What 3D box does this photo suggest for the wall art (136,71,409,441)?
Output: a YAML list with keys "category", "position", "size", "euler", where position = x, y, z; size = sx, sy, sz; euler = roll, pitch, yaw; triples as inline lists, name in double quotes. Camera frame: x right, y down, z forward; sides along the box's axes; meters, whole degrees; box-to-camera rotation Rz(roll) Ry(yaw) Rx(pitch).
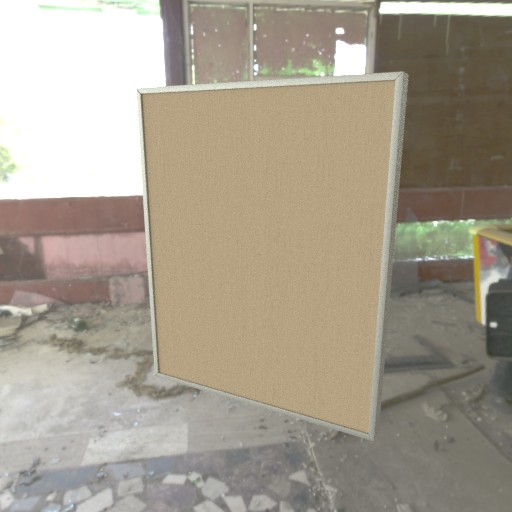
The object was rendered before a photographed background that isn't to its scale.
- category: "wall art"
  position: [0.000, 0.000, 0.753]
  size: [0.445, 0.553, 0.039]
  euler: [8, 17, 26]
